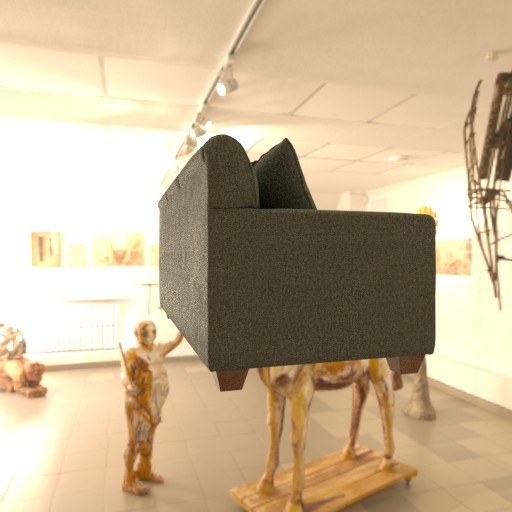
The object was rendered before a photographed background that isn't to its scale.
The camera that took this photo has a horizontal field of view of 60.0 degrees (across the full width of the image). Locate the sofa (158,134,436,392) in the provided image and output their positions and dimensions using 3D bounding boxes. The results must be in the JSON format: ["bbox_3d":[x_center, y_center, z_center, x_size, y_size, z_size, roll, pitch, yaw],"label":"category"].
[{"bbox_3d":[0.000,0.000,2.628,0.997,0.958,2.024,0,0,-17],"label":"sofa"}]
